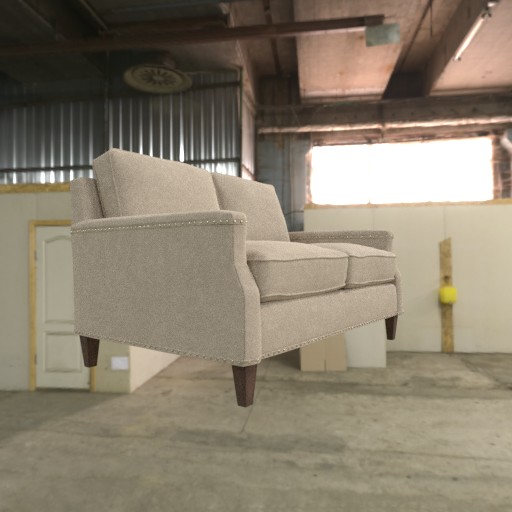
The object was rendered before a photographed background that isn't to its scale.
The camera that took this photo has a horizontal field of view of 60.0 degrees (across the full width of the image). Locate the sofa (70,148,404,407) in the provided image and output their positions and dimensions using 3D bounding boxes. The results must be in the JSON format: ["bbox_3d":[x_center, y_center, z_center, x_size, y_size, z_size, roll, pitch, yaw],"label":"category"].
[{"bbox_3d":[0.000,0.000,2.352,1.084,1.002,1.597,0,0,36],"label":"sofa"}]
